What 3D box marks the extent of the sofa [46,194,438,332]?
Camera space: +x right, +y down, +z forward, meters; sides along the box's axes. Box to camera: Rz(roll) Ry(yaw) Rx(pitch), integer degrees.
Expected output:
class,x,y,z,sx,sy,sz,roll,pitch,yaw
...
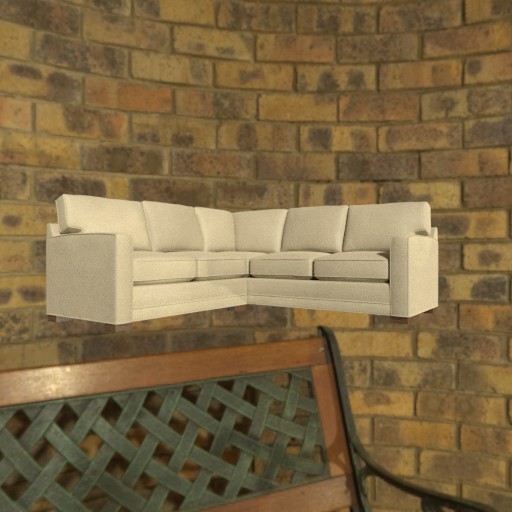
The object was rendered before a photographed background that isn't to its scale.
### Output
class,x,y,z,sx,sy,sz,roll,pitch,yaw
sofa,0.000,0.000,3.441,2.189,0.939,2.182,0,0,36
